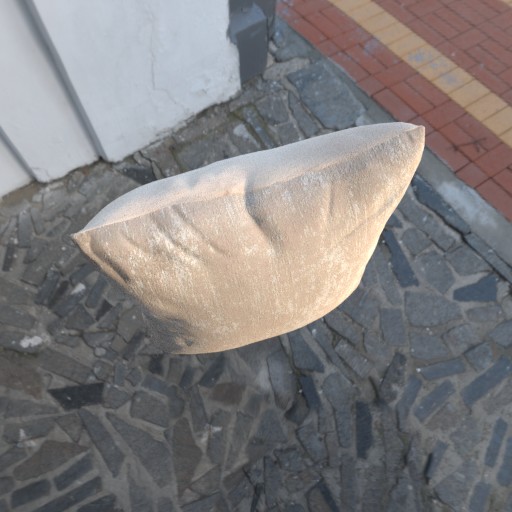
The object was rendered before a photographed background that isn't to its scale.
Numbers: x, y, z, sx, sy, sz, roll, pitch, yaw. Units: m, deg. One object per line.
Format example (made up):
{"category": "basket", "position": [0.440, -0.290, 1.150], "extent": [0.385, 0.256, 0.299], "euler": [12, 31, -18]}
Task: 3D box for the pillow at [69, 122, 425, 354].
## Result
{"category": "pillow", "position": [0.000, 0.000, 0.715], "extent": [0.450, 0.448, 0.245], "euler": [-17, 65, -8]}
